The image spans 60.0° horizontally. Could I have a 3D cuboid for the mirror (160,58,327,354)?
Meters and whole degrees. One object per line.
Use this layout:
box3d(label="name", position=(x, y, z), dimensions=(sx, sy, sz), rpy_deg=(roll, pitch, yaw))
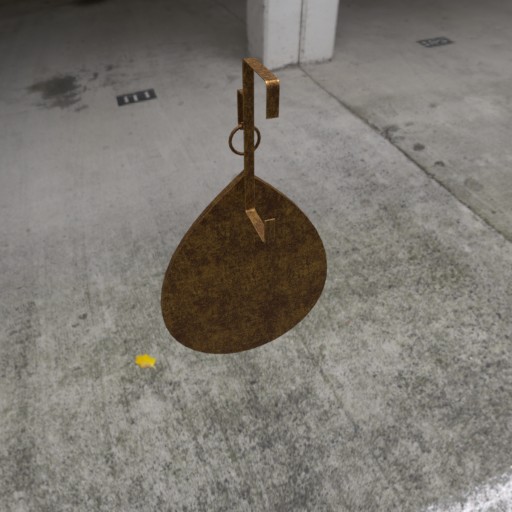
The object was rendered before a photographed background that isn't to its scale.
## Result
box3d(label="mirror", position=(0.000, 0.000, 0.895), dimensions=(0.405, 0.744, 0.144), rpy_deg=(-13, 43, -14))
